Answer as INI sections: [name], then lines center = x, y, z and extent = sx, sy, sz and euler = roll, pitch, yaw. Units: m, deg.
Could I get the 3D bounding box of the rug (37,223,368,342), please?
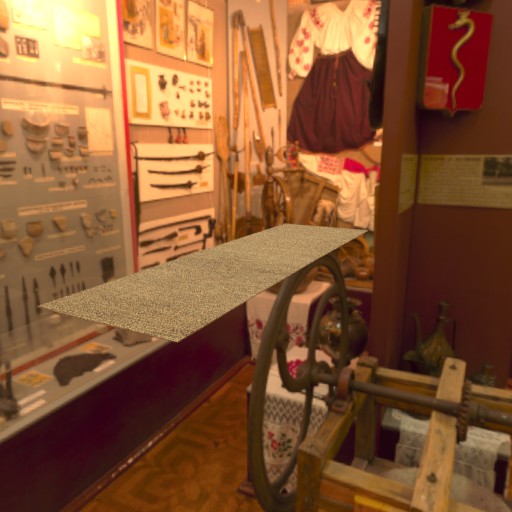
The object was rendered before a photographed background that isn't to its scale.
[rug]
center = 0.000, 0.000, 2.573
extent = 0.697, 0.013, 2.335
euler = 7, 15, 28
